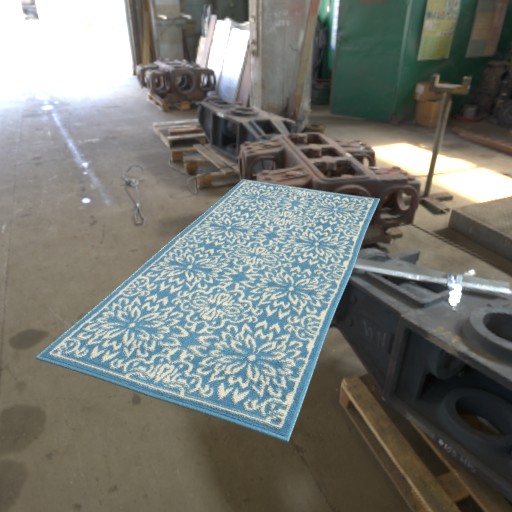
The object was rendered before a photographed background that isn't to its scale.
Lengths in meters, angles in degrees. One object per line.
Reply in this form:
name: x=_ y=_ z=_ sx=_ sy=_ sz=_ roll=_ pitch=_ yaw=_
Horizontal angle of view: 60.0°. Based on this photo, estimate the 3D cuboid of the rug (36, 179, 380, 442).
rug: x=0.000 y=0.000 z=1.402 sx=0.604 sy=0.007 sz=1.219 roll=11 pitch=32 yaw=18
